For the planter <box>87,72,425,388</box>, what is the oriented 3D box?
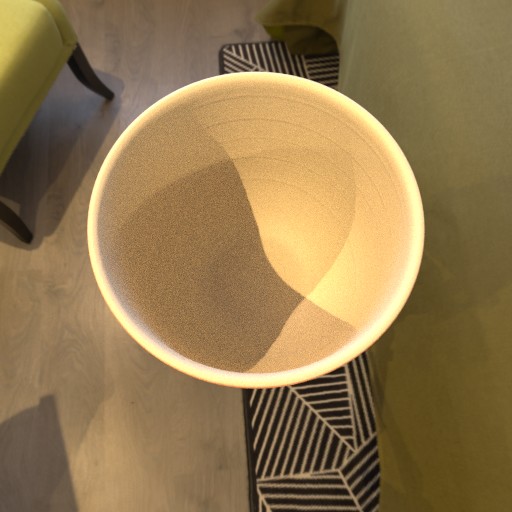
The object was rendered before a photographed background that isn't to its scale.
[{"bbox_3d":[0.000,0.000,0.363,0.208,0.190,0.208,0,73,0],"label":"planter"}]
